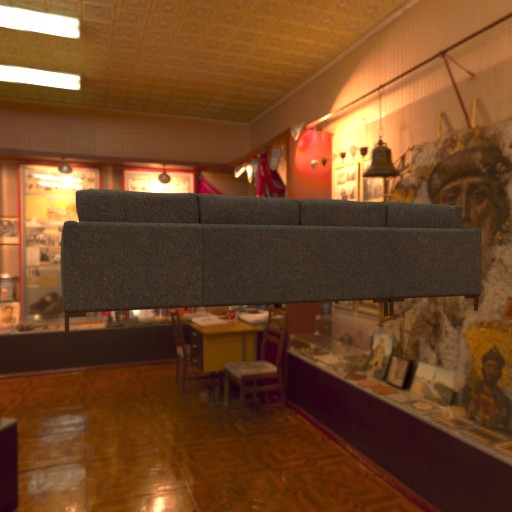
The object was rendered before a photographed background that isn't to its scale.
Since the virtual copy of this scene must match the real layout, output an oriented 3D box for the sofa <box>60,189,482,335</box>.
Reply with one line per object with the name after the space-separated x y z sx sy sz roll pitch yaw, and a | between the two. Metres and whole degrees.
0.000 0.000 3.786 2.956 0.813 2.007 0 1 -19 | sofa
